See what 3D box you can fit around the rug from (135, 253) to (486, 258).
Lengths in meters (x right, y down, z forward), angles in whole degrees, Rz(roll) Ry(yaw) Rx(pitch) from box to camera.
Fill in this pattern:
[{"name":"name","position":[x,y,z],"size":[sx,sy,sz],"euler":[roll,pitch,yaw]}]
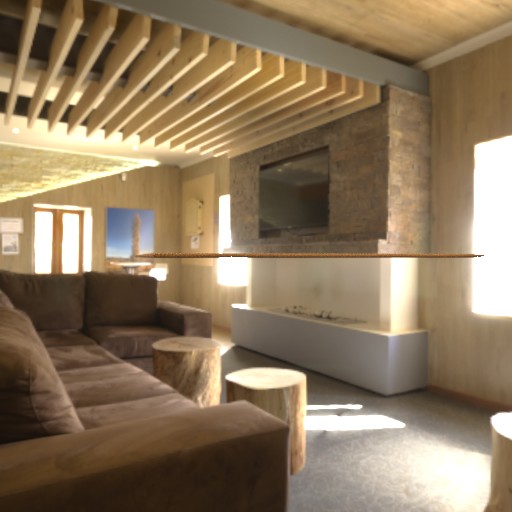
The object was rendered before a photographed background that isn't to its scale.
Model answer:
[{"name":"rug","position":[0.000,0.000,2.096],"size":[1.078,0.013,1.678],"euler":[0,0,-17]}]
